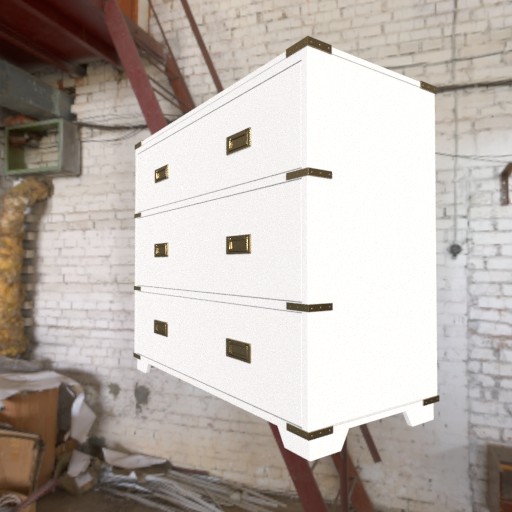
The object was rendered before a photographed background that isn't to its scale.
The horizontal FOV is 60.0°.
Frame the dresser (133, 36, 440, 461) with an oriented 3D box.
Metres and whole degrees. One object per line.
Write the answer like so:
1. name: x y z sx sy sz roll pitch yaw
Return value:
1. dresser: 0.000 0.000 1.459 0.460 0.891 1.022 1 -2 -35
